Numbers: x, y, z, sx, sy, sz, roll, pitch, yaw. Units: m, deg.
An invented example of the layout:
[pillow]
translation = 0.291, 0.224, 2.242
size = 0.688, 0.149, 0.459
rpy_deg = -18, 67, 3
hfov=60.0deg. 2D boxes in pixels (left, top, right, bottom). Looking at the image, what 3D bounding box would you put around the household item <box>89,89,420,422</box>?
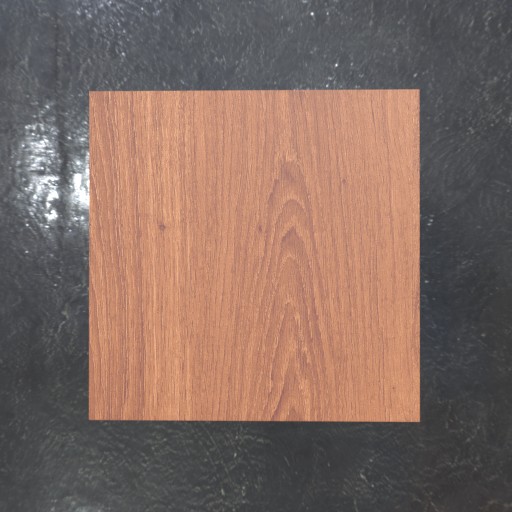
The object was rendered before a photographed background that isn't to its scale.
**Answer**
[household item]
translation = 0.000, 0.000, 0.736
size = 0.400, 0.400, 0.400
rpy_deg = 0, 90, 1
